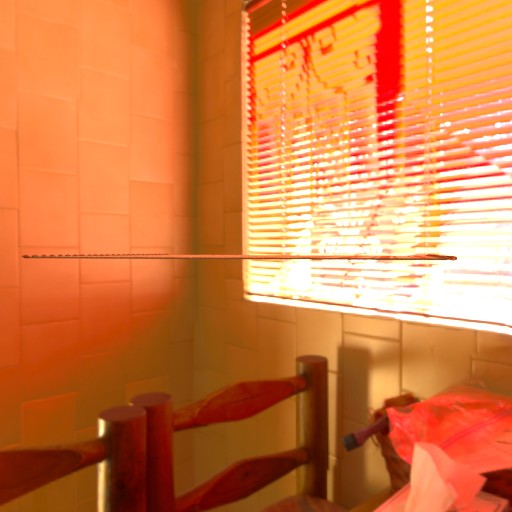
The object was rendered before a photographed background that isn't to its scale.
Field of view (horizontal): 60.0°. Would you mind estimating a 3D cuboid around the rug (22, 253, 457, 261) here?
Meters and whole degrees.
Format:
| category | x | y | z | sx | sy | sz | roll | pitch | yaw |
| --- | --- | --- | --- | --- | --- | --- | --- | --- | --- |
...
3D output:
| category | x | y | z | sx | sy | sz | roll | pitch | yaw |
| --- | --- | --- | --- | --- | --- | --- | --- | --- | --- |
| rug | 0.000 | 0.000 | 4.362 | 3.369 | 0.035 | 2.451 | 0 | 1 | 18 |
